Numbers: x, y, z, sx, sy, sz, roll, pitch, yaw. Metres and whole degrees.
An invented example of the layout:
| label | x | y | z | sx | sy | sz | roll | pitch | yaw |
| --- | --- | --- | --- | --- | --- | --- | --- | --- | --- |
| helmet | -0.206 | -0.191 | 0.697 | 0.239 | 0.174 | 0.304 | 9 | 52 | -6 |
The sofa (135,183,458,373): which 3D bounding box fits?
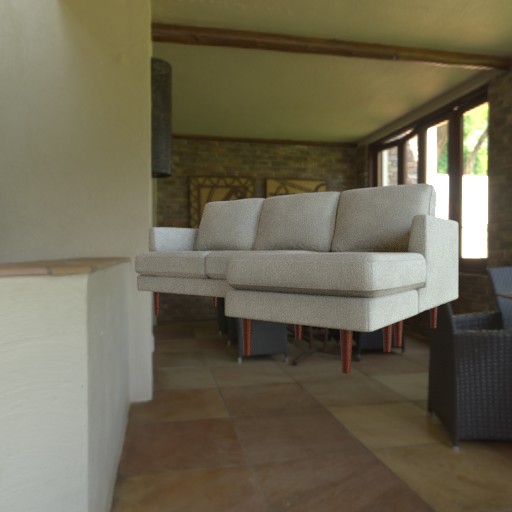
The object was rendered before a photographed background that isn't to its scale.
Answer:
| label | x | y | z | sx | sy | sz | roll | pitch | yaw |
| --- | --- | --- | --- | --- | --- | --- | --- | --- | --- |
| sofa | 0.000 | 0.000 | 2.979 | 2.233 | 0.956 | 1.504 | 0 | 1 | 36 |
